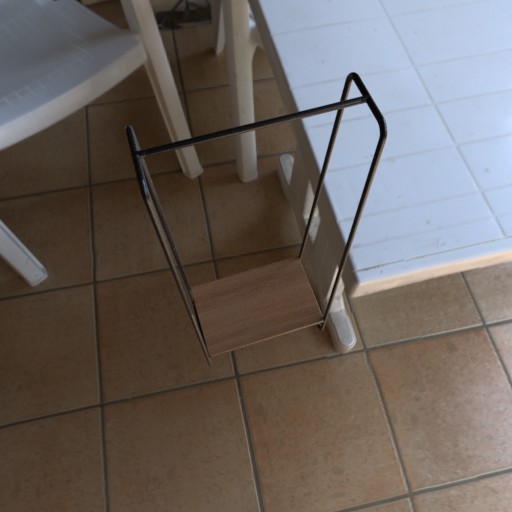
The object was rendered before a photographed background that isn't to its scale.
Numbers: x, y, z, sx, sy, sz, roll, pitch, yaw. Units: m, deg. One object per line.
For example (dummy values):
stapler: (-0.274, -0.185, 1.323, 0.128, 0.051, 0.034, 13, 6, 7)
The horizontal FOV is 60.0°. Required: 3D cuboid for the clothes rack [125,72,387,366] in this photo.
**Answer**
clothes rack: (0.000, 0.000, 1.785, 0.640, 1.500, 0.400, -16, 65, -8)
